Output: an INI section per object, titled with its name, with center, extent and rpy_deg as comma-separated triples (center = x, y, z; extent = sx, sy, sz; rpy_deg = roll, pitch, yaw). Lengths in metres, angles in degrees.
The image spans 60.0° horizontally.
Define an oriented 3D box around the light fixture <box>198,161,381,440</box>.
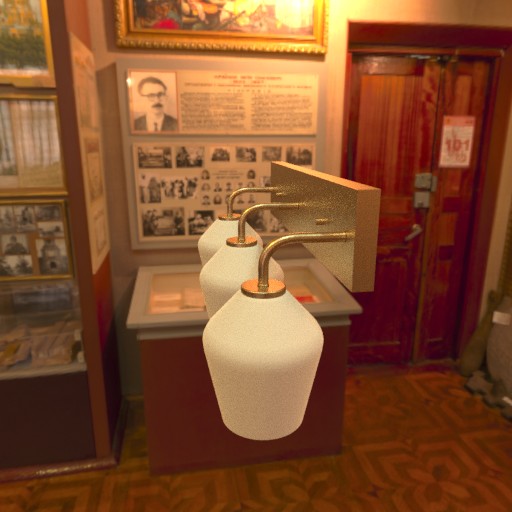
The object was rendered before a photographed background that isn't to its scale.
[light fixture]
center = 0.000, 0.000, 0.742
extent = 0.190, 0.280, 0.609
rpy_deg = -2, 15, -8
